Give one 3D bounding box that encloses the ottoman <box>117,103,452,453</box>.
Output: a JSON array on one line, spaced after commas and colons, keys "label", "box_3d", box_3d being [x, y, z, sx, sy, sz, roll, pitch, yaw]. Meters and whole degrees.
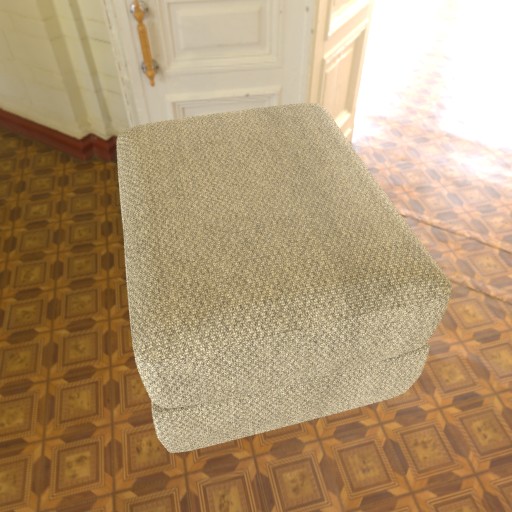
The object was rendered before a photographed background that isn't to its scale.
[{"label": "ottoman", "box_3d": [0.000, 0.000, 1.122, 0.603, 0.476, 0.751, -11, 48, -10]}]
